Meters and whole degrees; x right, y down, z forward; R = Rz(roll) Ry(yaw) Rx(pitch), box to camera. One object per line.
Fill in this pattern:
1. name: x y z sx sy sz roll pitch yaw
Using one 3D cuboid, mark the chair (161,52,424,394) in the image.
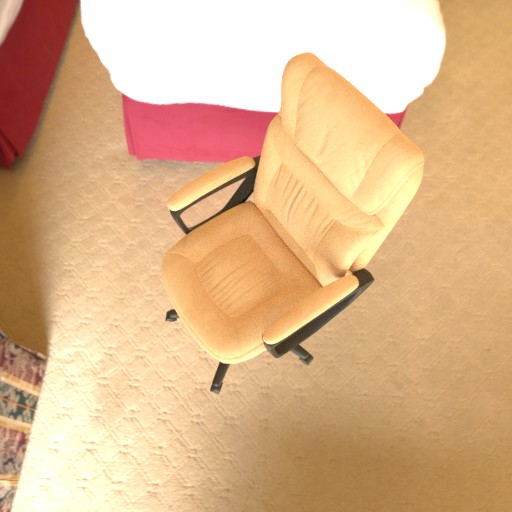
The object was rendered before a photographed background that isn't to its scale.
1. chair: 0.000 0.000 1.537 0.724 1.105 0.667 -32 67 -15
